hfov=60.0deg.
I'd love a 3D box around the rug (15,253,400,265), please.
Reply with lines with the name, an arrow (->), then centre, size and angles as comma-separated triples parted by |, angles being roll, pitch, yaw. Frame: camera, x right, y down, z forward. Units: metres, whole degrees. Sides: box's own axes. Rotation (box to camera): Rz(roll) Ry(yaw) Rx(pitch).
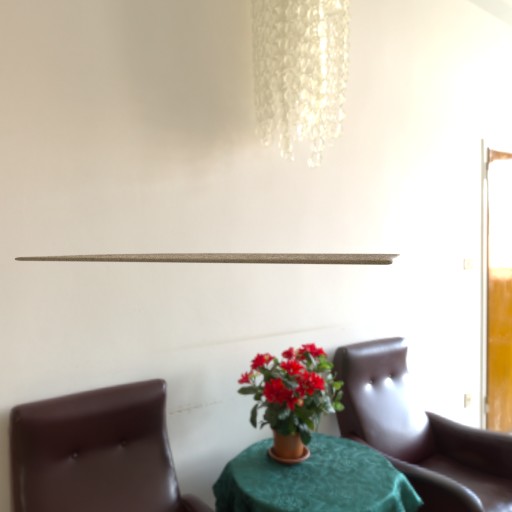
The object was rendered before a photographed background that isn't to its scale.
rug -> 0.000, 0.000, 4.048 | 2.472, 0.035, 3.017 | 0, 1, 19
